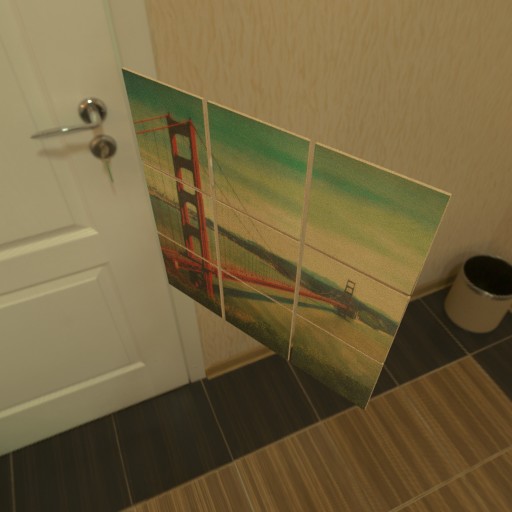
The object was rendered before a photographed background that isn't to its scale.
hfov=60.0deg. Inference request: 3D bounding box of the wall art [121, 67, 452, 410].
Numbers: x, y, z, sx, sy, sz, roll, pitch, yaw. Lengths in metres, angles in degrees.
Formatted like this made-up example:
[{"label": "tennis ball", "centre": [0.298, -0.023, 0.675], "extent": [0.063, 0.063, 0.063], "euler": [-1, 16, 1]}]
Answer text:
[{"label": "wall art", "centre": [0.000, 0.000, 2.233], "extent": [1.519, 1.507, 0.014], "euler": [29, 53, 25]}]
